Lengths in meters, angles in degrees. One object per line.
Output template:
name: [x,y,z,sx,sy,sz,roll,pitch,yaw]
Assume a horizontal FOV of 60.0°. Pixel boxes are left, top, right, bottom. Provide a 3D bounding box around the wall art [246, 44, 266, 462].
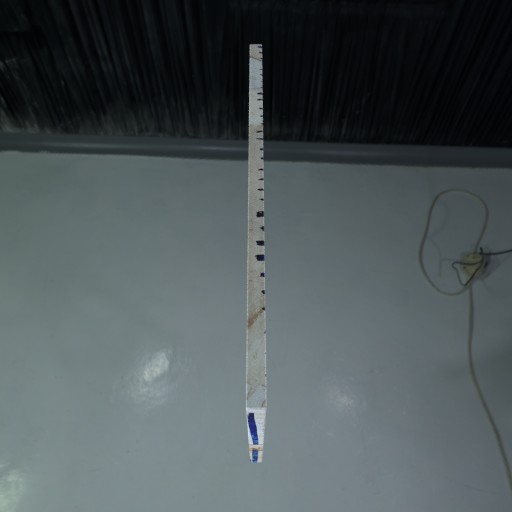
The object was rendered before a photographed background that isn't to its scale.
wall art: [0.000,0.000,1.168,0.030,0.609,0.919,0,58,0]
